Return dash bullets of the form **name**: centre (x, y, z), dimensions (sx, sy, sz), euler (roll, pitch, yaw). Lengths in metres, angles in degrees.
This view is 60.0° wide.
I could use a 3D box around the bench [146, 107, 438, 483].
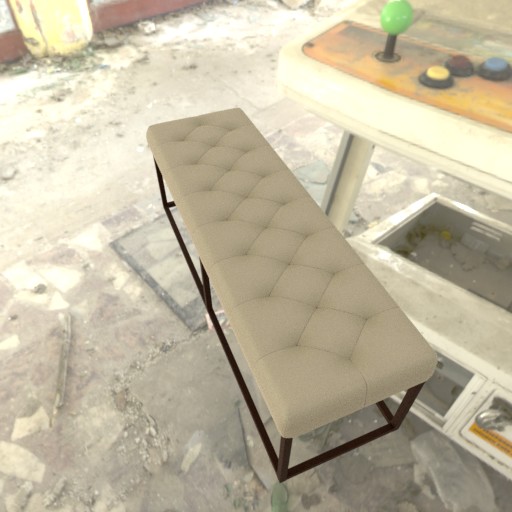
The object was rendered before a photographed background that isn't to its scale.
- **bench**: centre (0.000, 0.000, 1.749), dimensions (0.479, 0.488, 1.488), euler (-17, 49, -15)
